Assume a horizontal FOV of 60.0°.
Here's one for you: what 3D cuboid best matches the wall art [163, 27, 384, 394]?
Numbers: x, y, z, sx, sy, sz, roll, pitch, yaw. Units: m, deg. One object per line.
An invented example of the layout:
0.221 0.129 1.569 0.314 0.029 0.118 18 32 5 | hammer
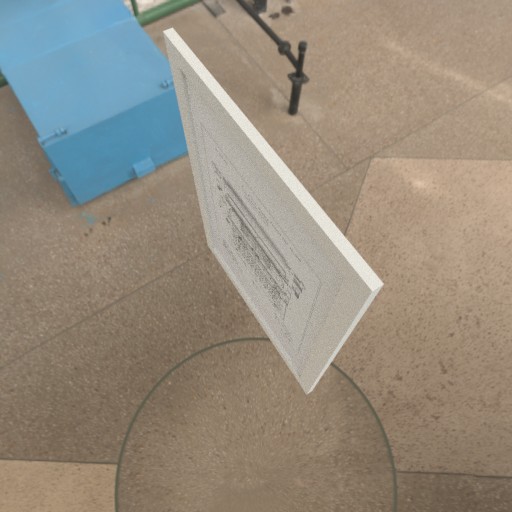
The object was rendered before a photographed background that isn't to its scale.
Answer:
0.000 0.000 0.680 0.013 0.533 0.381 -30 67 -14 | wall art
